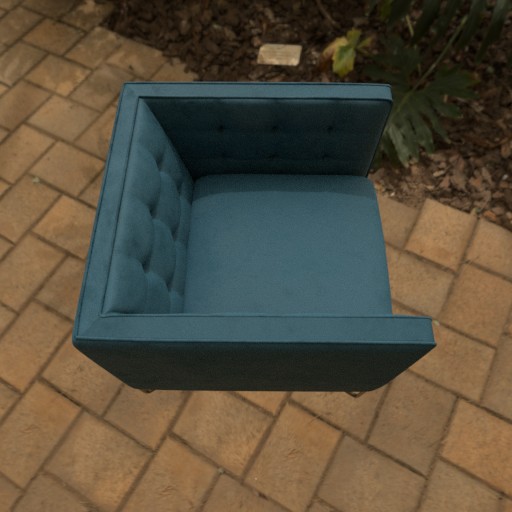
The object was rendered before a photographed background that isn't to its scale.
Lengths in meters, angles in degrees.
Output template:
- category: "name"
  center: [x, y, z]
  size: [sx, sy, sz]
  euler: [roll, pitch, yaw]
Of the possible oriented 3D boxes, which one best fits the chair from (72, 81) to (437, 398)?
- category: "chair"
  center: [0.000, 0.000, 1.564]
  size: [0.894, 0.790, 0.880]
  euler: [0, 63, 0]
